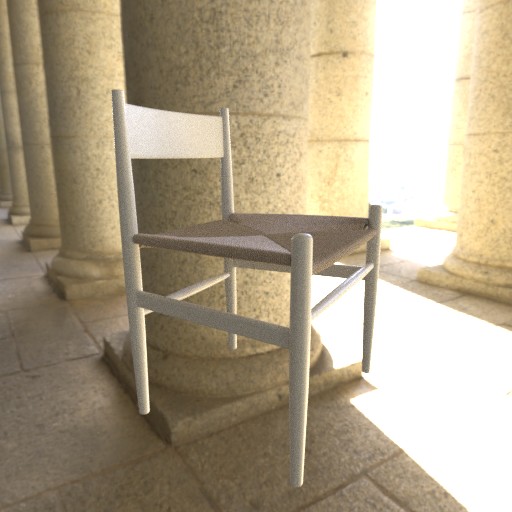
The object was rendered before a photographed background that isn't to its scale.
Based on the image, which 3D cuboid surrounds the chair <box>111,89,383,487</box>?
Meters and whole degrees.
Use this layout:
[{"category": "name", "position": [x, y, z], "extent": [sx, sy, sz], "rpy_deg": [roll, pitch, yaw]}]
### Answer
[{"category": "chair", "position": [0.000, 0.000, 1.107], "extent": [0.495, 0.762, 0.556], "rpy_deg": [7, 15, 28]}]
